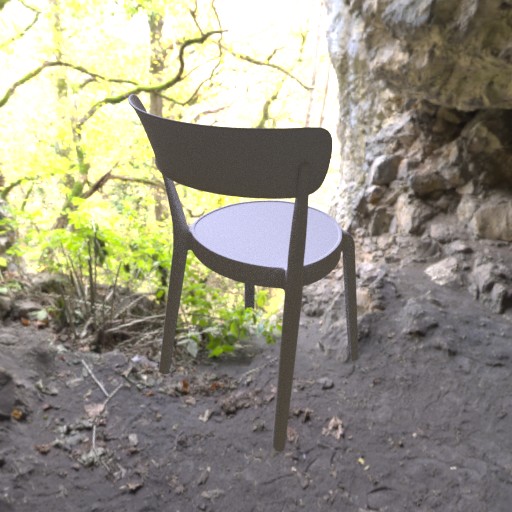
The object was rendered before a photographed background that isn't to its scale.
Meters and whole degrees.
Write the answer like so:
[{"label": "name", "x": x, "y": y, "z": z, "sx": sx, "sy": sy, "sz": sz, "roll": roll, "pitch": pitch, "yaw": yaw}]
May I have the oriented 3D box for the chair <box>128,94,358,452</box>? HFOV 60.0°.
[{"label": "chair", "x": 0.000, "y": 0.000, "z": 1.151, "sx": 0.506, "sy": 0.790, "sz": 0.491, "roll": 21, "pitch": 36, "yaw": 32}]
